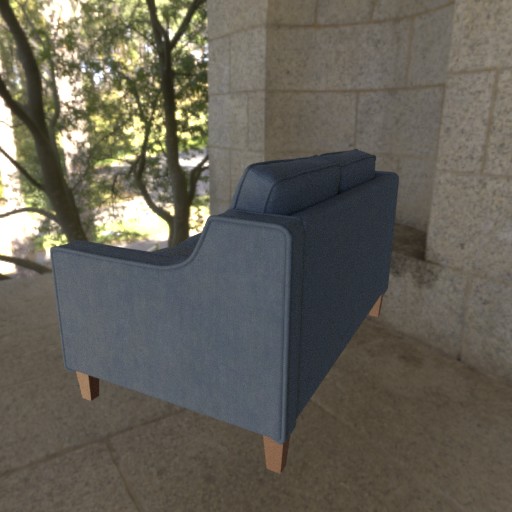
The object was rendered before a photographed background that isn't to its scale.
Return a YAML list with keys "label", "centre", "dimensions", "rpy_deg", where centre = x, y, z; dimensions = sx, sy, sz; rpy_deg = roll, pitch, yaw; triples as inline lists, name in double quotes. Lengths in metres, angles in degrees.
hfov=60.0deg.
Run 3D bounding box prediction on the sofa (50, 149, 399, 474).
- label: "sofa"
  centre: [0.000, 0.000, 2.098]
  dimensions: [0.987, 0.971, 1.501]
  rpy_deg: [8, 19, 26]
